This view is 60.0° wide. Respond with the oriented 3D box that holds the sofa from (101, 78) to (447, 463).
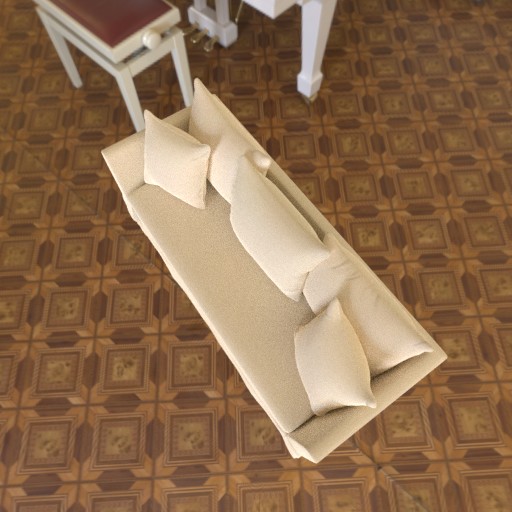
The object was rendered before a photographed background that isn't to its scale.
[{"bbox_3d":[0.000,0.000,3.050,1.030,1.042,2.484,-32,68,-14],"label":"sofa"}]
